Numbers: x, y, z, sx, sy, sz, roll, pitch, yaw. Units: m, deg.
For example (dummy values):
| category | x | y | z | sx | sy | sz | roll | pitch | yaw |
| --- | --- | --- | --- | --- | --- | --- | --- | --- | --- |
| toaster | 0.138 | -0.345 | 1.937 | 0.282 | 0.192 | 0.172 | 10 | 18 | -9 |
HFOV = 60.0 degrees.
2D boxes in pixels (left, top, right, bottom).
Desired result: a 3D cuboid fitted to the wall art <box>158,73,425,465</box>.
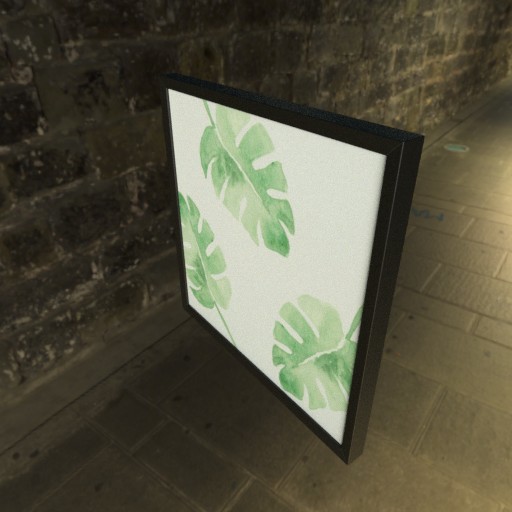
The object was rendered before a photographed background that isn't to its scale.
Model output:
| category | x | y | z | sx | sy | sz | roll | pitch | yaw |
| --- | --- | --- | --- | --- | --- | --- | --- | --- | --- |
| wall art | 0.000 | 0.000 | 0.738 | 0.036 | 0.508 | 0.508 | -22 | 37 | -32 |
